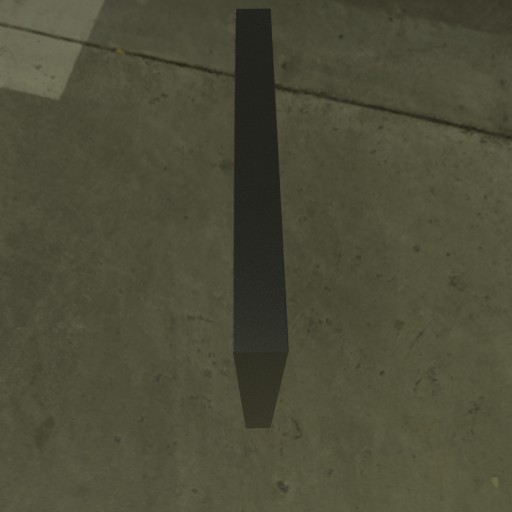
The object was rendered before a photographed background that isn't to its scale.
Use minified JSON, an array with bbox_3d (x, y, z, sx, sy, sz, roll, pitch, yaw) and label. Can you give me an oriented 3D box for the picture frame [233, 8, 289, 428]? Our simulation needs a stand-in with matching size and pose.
[{"bbox_3d":[0.000,0.000,0.509,0.034,0.378,0.328,-1,62,0],"label":"picture frame"}]
